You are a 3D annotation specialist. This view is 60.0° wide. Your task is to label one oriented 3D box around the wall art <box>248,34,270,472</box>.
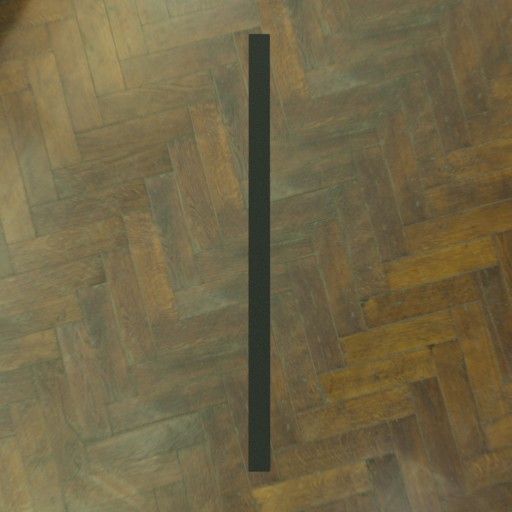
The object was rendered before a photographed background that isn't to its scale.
[{"bbox_3d":[0.000,0.000,0.461,0.015,0.304,0.306,0,88,-1],"label":"wall art"}]
